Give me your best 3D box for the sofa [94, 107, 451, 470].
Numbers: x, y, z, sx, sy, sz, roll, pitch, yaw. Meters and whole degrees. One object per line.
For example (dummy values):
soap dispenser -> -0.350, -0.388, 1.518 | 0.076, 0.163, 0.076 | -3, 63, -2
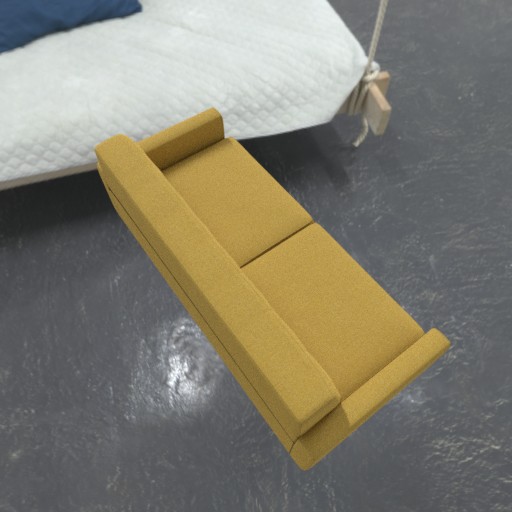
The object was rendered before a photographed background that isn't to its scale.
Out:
sofa -> 0.000, 0.000, 2.504 | 0.909, 0.841, 2.029 | -32, 64, -18
